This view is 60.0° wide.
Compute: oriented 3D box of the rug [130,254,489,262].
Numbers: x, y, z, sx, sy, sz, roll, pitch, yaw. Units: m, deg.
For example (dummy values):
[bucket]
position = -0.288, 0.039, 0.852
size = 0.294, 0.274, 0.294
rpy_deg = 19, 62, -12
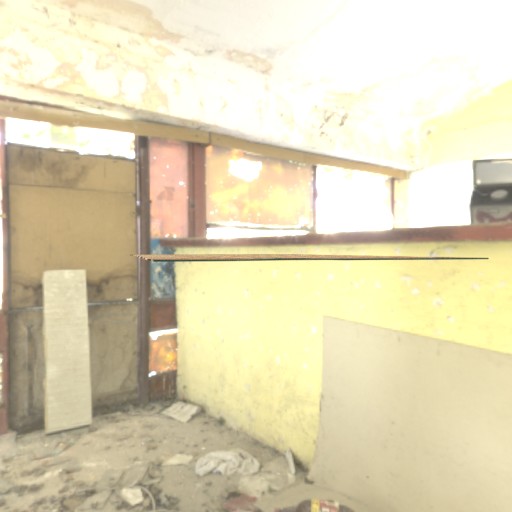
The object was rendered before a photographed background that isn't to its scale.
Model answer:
[rug]
position = 0.000, 0.000, 2.918
size = 1.522, 0.010, 2.311
rpy_deg = 0, 1, -18
